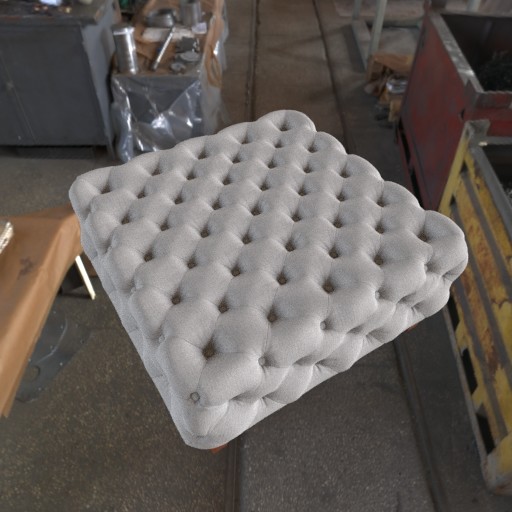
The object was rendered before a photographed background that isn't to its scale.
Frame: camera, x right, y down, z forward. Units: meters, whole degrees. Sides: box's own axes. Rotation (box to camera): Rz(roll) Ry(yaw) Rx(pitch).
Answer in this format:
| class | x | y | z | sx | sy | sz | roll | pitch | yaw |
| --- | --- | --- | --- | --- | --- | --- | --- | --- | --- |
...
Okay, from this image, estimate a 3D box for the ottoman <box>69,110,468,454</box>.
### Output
| class | x | y | z | sx | sy | sz | roll | pitch | yaw |
| --- | --- | --- | --- | --- | --- | --- | --- | --- | --- |
| ottoman | 0.000 | 0.000 | 1.183 | 0.758 | 0.365 | 0.764 | -25 | 51 | -22 |
